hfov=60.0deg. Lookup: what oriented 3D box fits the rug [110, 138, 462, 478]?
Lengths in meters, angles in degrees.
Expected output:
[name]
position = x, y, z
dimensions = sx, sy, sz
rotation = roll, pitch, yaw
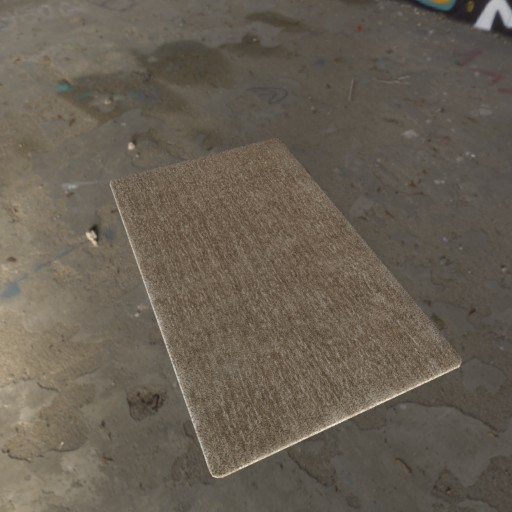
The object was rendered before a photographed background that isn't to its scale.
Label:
[rug]
position = 0.000, 0.000, 3.075
dimensions = 1.539, 0.024, 2.469
rotation = -18, 51, -16
